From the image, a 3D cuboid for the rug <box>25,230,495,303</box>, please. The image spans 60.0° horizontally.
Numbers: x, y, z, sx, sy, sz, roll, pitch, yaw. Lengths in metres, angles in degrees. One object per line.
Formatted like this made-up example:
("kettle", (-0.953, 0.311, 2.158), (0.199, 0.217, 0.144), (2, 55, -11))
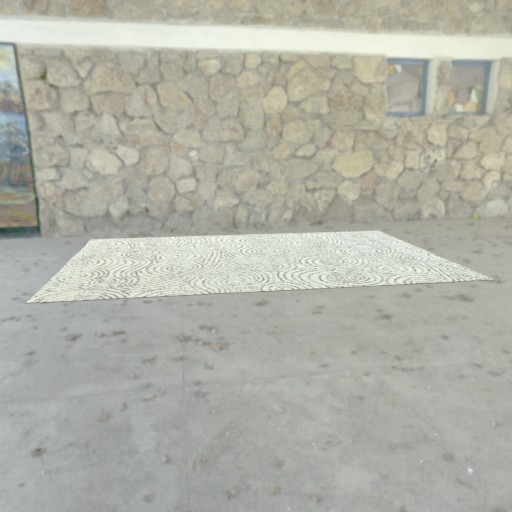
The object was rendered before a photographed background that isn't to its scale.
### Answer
("rug", (0.000, 0.000, 2.995), (2.439, 0.005, 1.524), (-2, 14, -9))
